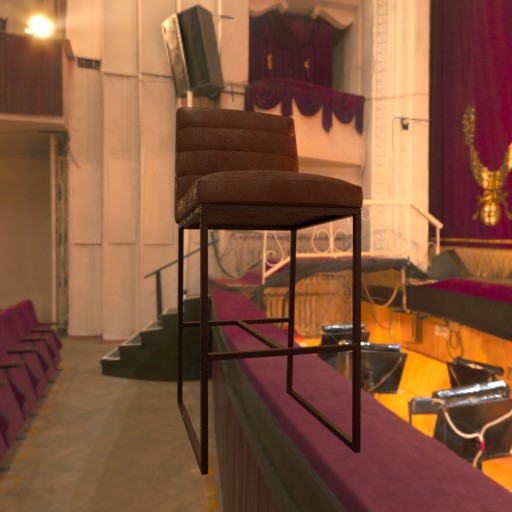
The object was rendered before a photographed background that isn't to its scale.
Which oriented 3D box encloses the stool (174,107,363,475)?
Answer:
[{"bbox_3d":[0.000,0.000,1.398,0.463,1.065,0.562,0,1,-16],"label":"stool"}]
